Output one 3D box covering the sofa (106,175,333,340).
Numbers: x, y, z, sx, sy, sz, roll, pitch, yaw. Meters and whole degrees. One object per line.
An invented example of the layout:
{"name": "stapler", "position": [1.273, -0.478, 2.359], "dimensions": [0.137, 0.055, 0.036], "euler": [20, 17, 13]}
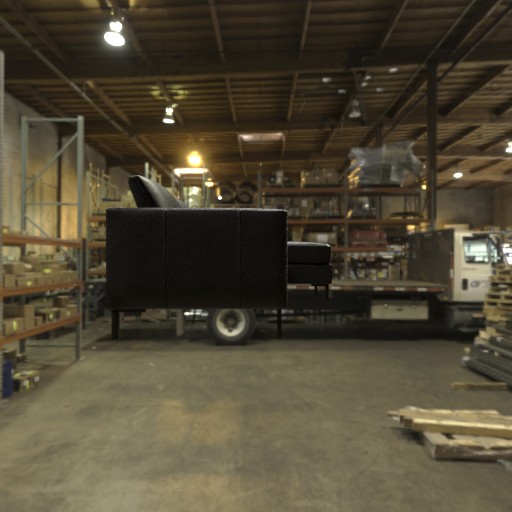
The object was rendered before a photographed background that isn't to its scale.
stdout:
{"name": "sofa", "position": [0.000, 0.000, 3.642], "dimensions": [1.471, 0.859, 2.993], "euler": [0, 0, 0]}
